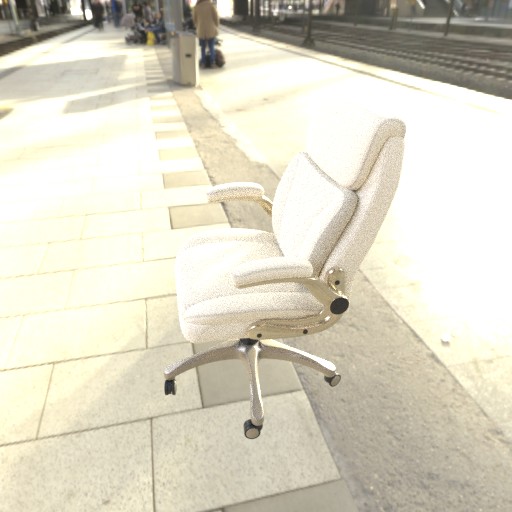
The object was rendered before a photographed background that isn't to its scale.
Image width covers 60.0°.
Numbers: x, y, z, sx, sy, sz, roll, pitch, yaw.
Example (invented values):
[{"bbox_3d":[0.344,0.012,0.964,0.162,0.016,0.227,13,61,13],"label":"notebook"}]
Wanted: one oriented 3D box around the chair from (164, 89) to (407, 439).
[{"bbox_3d":[0.000,0.000,1.657,0.794,1.110,0.740,-8,30,-13],"label":"chair"}]
